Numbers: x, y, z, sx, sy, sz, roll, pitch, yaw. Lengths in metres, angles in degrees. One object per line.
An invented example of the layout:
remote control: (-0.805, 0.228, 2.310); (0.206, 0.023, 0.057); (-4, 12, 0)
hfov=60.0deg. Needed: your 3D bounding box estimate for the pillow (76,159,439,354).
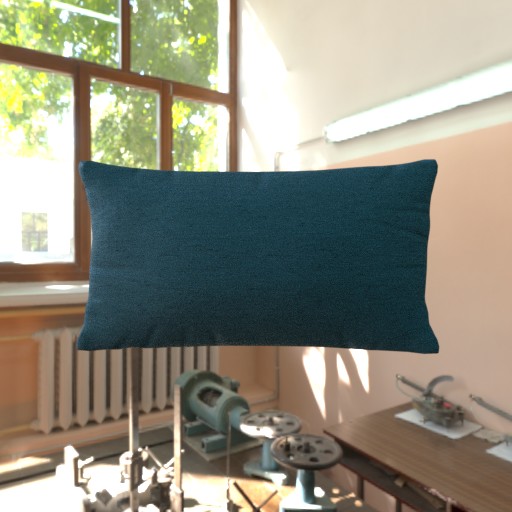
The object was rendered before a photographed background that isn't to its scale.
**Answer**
pillow: (0.000, 0.000, 0.786); (0.633, 0.338, 0.210); (0, 1, 2)
